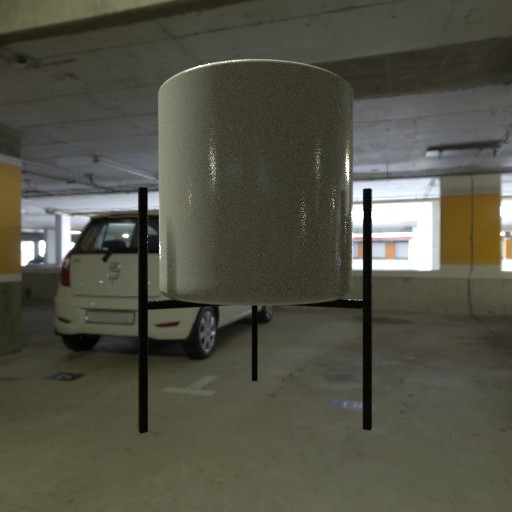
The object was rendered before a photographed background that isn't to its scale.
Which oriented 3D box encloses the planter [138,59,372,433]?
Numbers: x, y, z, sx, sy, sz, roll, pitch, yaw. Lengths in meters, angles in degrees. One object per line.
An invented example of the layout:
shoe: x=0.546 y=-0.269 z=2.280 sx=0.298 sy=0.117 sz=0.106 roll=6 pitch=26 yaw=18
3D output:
planter: x=0.000 y=0.000 z=0.516 sx=0.239 sy=0.356 sz=0.239 roll=0 pitch=0 yaw=0
